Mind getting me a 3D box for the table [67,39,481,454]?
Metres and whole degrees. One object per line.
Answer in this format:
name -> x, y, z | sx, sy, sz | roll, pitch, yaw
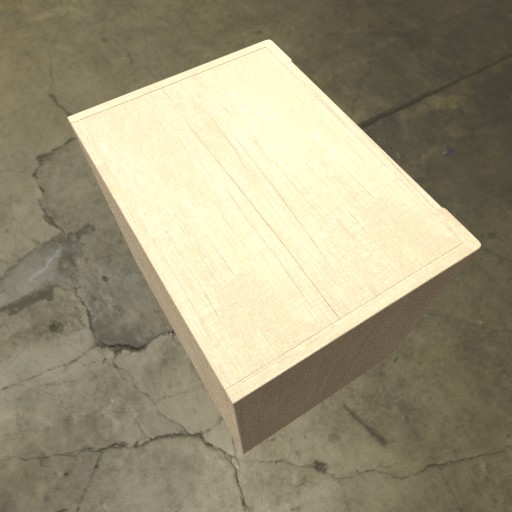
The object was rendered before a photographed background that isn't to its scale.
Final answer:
table -> 0.000, 0.000, 0.924 | 0.420, 0.510, 0.570 | -28, 64, -15
